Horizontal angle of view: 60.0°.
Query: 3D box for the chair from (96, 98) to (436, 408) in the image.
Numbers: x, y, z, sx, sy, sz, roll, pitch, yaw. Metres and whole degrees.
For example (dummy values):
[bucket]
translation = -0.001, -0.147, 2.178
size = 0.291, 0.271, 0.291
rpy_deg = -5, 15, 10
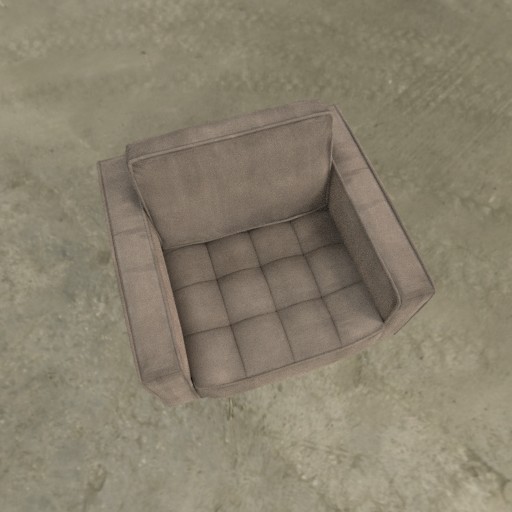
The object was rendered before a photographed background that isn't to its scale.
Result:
[chair]
translation = 0.000, 0.000, 1.553
size = 0.928, 0.773, 0.843
rpy_deg = -16, 64, -8
